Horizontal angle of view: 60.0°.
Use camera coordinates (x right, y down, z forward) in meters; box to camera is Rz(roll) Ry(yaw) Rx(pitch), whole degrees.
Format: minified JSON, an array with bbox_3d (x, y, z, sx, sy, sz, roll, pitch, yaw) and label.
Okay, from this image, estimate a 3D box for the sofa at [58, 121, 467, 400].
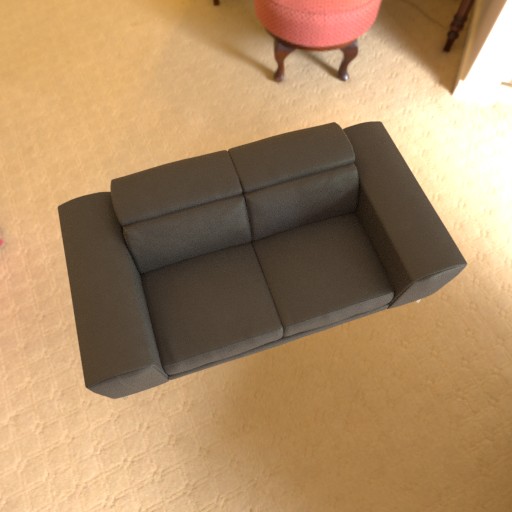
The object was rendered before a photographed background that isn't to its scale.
[{"bbox_3d":[0.000,0.000,2.447,1.895,0.779,1.003,-17,64,-8],"label":"sofa"}]
